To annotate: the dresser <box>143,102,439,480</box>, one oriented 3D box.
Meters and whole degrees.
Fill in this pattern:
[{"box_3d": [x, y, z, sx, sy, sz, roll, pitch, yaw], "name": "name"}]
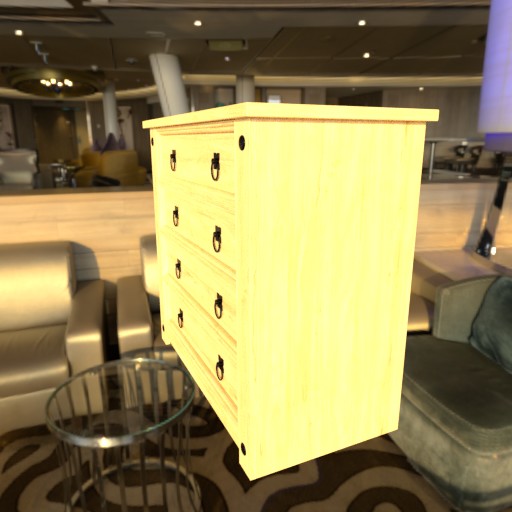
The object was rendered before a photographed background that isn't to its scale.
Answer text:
[{"box_3d": [0.000, 0.000, 1.217, 0.410, 0.730, 0.800, -7, 16, -24], "name": "dresser"}]
